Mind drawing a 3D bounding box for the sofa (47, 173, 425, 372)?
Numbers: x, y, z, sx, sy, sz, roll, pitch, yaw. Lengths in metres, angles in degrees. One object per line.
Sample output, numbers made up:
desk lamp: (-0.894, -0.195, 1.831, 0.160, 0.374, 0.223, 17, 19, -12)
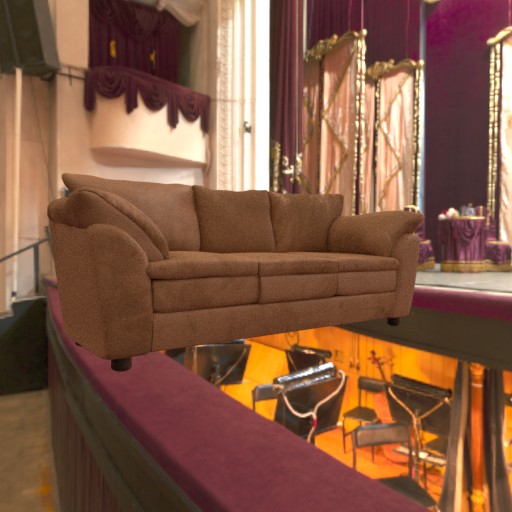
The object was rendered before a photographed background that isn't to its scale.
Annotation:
sofa: (0.000, 0.000, 2.800, 2.377, 0.981, 0.893, -1, 1, -36)
